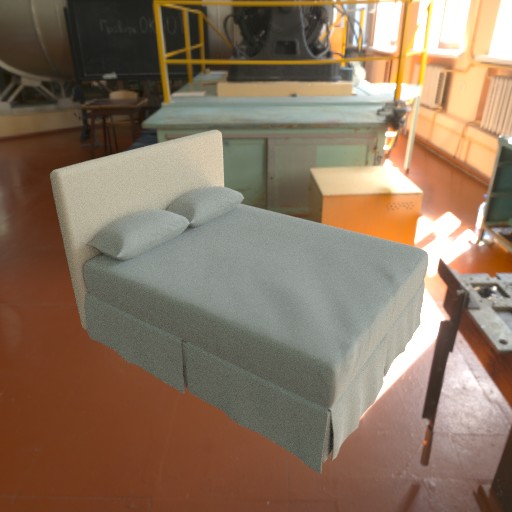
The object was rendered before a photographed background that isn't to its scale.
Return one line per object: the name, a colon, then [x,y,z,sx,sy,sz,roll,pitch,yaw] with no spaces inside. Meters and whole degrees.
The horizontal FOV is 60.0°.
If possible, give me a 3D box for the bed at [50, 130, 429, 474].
bed: [0.000,0.000,3.216,2.142,1.330,1.748,17,32,31]
